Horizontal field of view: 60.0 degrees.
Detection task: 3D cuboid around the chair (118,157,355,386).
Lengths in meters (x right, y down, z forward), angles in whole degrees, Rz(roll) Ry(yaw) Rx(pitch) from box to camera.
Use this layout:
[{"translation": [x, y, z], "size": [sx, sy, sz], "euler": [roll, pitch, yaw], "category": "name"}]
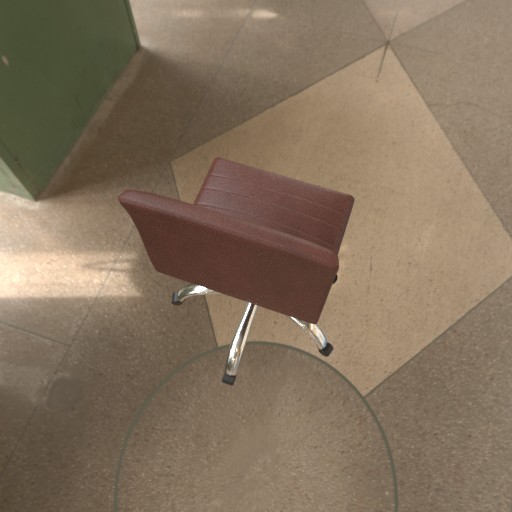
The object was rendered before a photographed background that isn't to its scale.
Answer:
[{"translation": [0.000, 0.000, 1.130], "size": [0.556, 0.780, 0.530], "euler": [18, 65, 9], "category": "chair"}]
